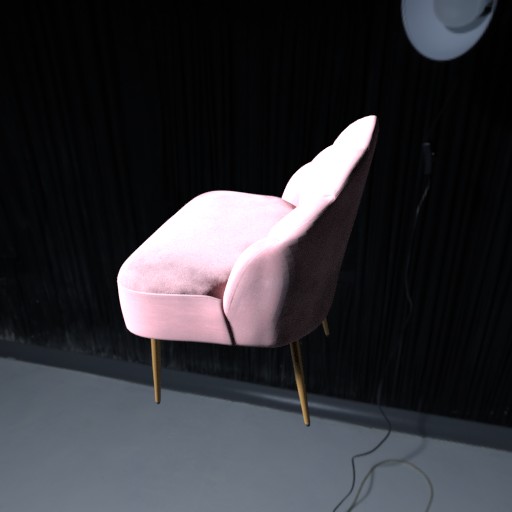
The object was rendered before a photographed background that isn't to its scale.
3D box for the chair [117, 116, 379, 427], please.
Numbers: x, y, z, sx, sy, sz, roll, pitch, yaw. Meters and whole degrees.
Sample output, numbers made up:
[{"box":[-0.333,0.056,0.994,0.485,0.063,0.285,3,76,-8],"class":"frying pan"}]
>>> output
[{"box":[0.000,0.000,1.295,0.599,0.819,0.657,8,29,14],"class":"chair"}]
